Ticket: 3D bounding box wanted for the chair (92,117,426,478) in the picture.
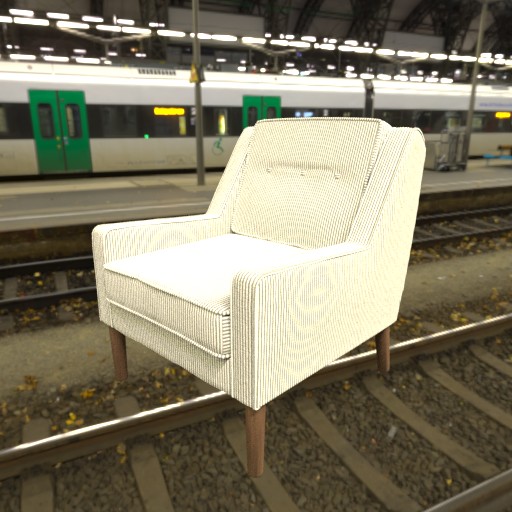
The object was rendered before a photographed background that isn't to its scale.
[{"bbox_3d":[0.000,0.000,1.319,0.663,0.792,0.743,15,22,41],"label":"chair"}]
